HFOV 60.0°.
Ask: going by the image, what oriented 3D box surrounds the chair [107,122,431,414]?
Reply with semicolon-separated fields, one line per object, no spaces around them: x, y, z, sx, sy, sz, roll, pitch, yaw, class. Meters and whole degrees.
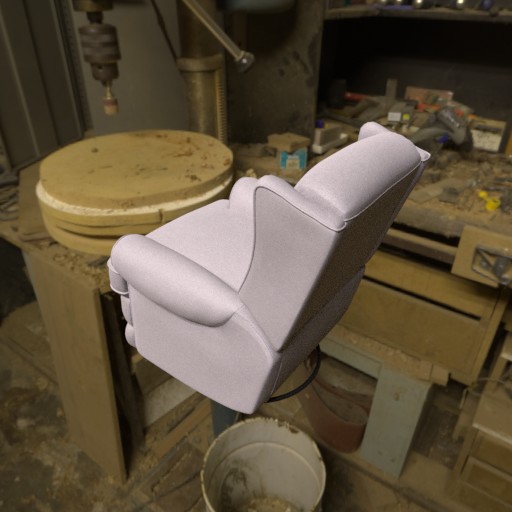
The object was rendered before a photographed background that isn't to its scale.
0.000;0.000;1.715;0.969;1.011;0.847;22;38;31;chair
